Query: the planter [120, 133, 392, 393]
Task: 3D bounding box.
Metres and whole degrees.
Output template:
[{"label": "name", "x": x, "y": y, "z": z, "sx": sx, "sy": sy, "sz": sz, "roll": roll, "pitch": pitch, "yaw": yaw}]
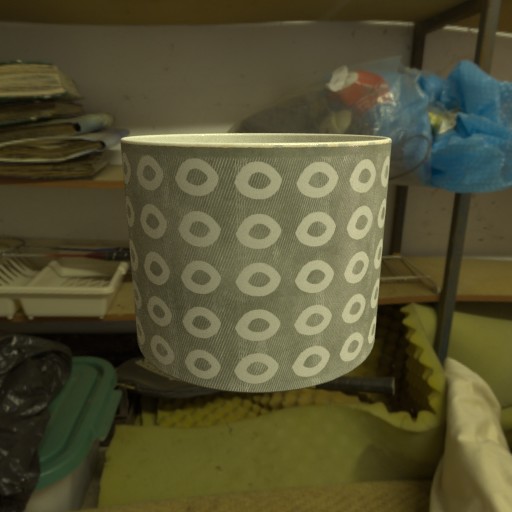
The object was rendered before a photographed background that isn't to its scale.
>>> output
[{"label": "planter", "x": 0.000, "y": 0.000, "z": 0.349, "sx": 0.190, "sy": 0.181, "sz": 0.190, "roll": 0, "pitch": 17, "yaw": 0}]
